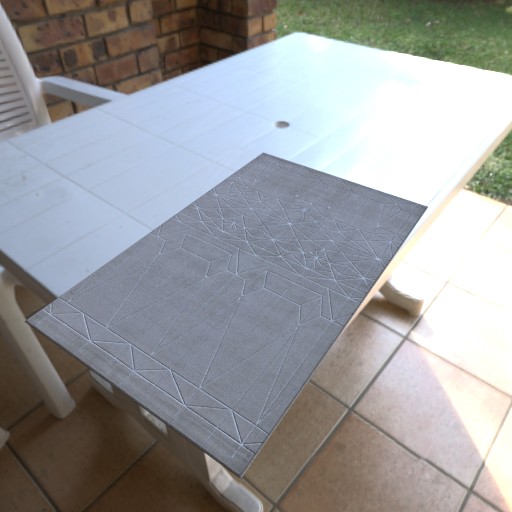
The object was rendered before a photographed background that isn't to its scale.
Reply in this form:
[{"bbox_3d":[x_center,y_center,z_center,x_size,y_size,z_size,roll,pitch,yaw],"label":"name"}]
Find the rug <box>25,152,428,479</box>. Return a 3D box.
[{"bbox_3d":[0.000,0.000,2.959,1.524,0.012,2.438,24,47,25],"label":"rug"}]
